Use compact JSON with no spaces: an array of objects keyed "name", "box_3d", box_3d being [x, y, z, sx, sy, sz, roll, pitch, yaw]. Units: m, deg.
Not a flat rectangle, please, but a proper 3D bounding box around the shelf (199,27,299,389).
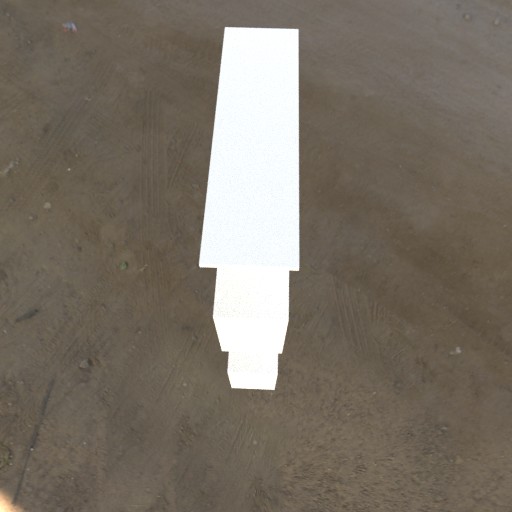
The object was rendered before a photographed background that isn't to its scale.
[{"name":"shelf","box_3d":[0.000,0.000,2.032,0.250,1.650,0.890,2,63,1]}]
